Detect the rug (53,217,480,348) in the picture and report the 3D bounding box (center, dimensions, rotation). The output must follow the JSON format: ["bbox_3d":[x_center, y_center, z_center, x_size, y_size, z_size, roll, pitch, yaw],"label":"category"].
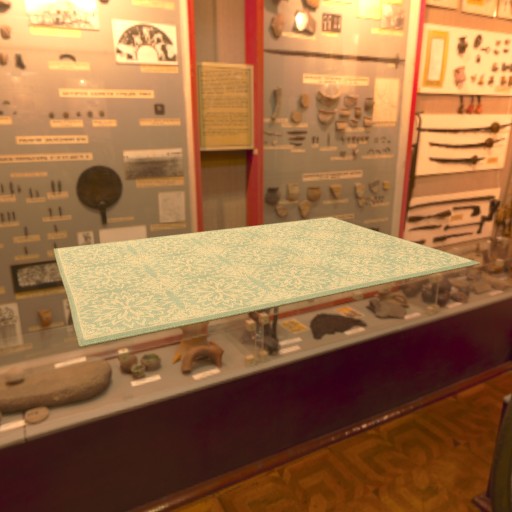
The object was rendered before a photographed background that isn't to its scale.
[{"bbox_3d":[0.000,0.000,3.400,2.746,0.018,1.819,-8,19,-26],"label":"rug"}]
